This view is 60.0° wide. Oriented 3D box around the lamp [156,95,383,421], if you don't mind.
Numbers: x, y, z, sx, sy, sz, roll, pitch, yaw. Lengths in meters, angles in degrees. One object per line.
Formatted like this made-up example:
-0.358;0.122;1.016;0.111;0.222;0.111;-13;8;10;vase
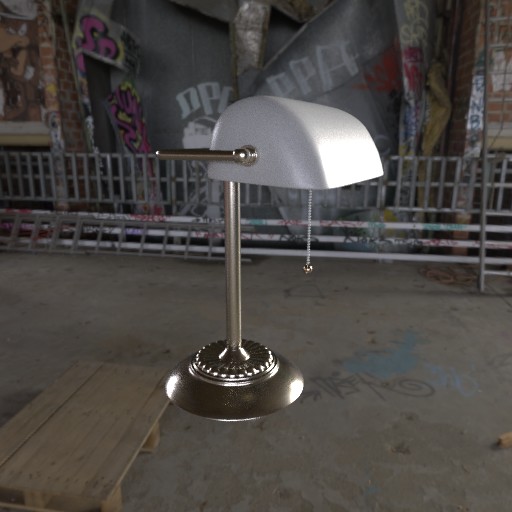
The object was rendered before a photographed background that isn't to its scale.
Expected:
0.000;0.000;0.518;0.243;0.339;0.264;8;17;28;lamp
